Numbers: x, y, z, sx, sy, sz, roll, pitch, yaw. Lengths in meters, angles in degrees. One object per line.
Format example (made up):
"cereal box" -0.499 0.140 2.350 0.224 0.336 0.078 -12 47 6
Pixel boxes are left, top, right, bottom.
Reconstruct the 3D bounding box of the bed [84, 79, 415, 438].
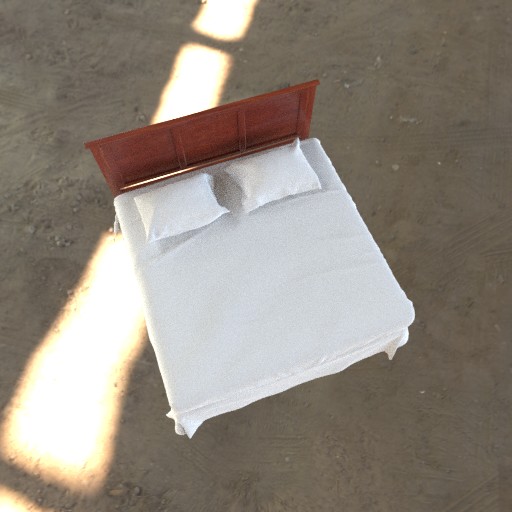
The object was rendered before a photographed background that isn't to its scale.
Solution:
"bed" 0.000 0.000 3.737 2.314 1.271 2.219 -18 65 -9
